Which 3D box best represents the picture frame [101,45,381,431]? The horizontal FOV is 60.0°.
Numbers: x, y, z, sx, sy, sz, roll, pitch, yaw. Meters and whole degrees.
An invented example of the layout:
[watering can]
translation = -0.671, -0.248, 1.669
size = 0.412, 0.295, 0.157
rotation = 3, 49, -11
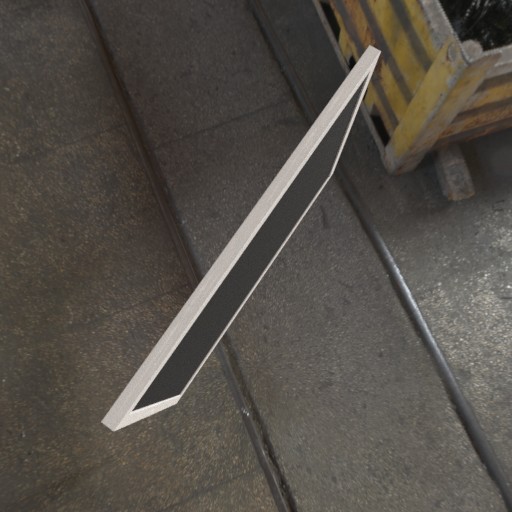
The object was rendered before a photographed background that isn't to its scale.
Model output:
[picture frame]
translation = 0.000, 0.000, 1.195
size = 0.029, 0.640, 0.950
rotation = 33, 78, 8
